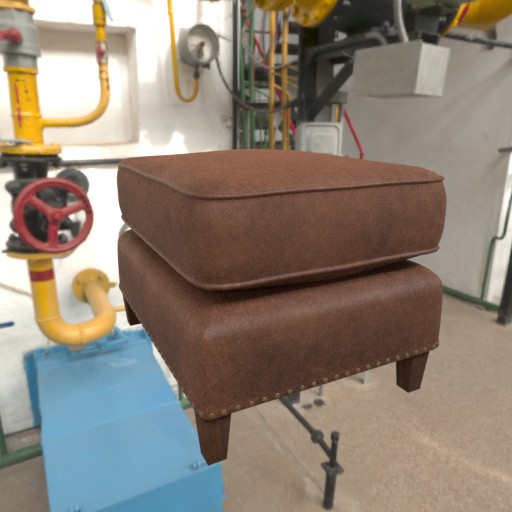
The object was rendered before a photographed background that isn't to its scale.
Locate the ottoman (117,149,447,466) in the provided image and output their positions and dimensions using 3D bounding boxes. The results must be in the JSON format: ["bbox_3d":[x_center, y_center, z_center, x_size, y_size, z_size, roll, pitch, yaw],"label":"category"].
[{"bbox_3d":[0.000,0.000,1.143,0.589,0.537,0.738,-8,19,-26],"label":"ottoman"}]
